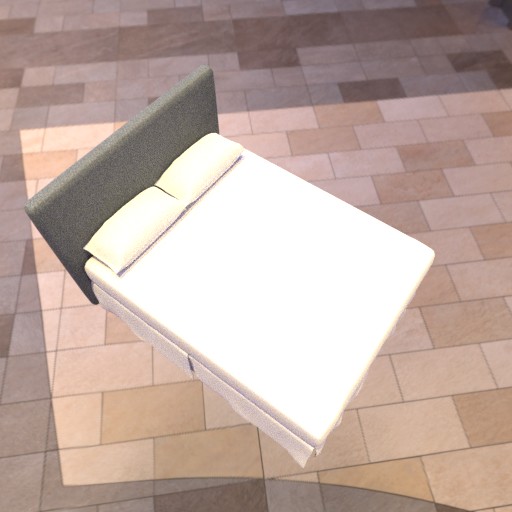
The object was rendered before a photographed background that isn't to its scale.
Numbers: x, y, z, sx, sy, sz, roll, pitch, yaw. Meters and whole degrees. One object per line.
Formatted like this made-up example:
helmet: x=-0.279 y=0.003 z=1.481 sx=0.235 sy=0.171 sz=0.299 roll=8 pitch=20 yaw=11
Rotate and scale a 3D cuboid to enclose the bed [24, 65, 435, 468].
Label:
bed: x=0.000 y=0.000 z=3.125 sx=2.142 sy=1.330 sz=1.723 roll=32 pitch=63 yaw=18
